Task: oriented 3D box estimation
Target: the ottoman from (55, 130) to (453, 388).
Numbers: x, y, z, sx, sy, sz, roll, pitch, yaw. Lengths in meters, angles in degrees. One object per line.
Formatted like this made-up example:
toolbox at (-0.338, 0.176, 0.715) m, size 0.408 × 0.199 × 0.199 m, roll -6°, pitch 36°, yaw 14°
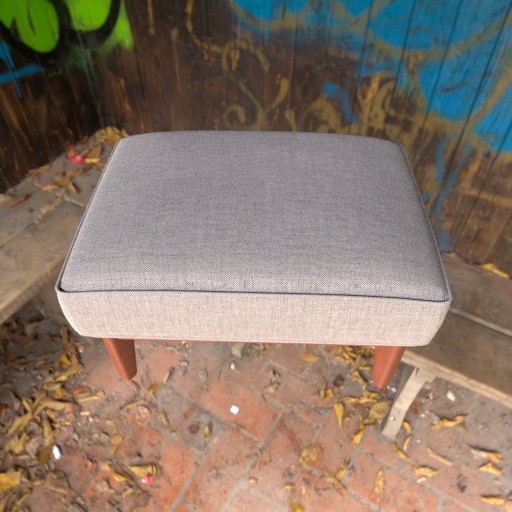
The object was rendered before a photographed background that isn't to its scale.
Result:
ottoman at (0.000, 0.000, 1.110) m, size 0.750 × 0.458 × 0.555 m, roll 1°, pitch 47°, yaw 1°
